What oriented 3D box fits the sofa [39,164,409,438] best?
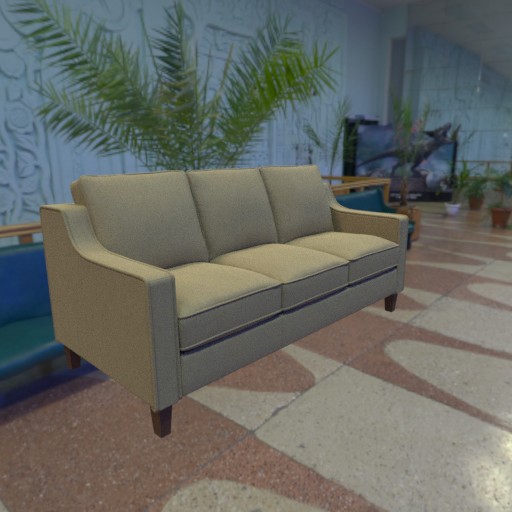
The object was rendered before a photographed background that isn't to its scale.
[{"bbox_3d":[0.000,0.000,2.532,0.911,0.974,1.986,13,19,42],"label":"sofa"}]
